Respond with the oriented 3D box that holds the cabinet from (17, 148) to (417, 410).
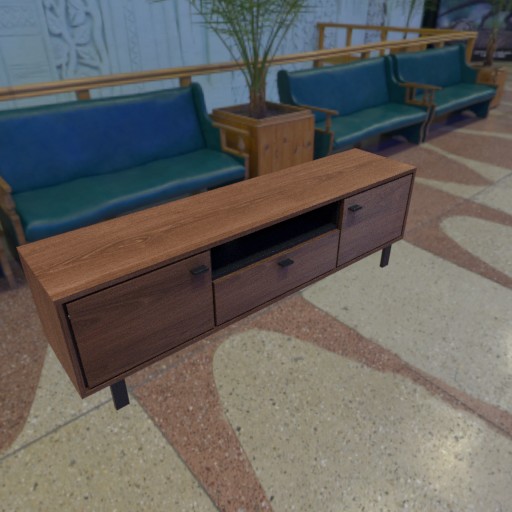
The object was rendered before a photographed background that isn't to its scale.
[{"bbox_3d":[0.000,0.000,1.860,1.650,0.500,0.400,-22,38,-32],"label":"cabinet"}]
